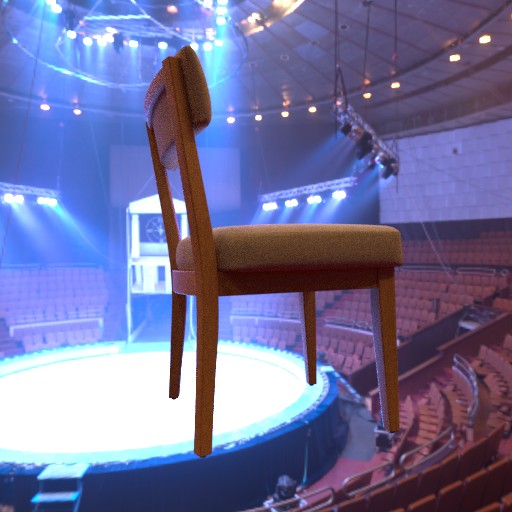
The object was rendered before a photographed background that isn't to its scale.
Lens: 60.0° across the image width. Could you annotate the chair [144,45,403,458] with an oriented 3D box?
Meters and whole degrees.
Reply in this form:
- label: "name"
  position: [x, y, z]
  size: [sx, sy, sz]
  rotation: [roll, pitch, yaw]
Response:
- label: "chair"
  position: [0.000, 0.000, 1.165]
  size: [0.572, 0.832, 0.508]
  rotation: [0, -1, -19]
